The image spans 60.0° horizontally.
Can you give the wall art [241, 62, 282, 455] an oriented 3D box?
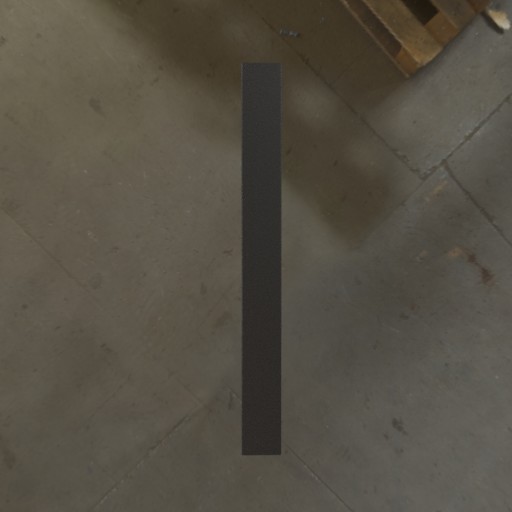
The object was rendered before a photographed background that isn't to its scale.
[{"bbox_3d":[0.000,0.000,0.517,0.030,0.369,0.294,0,91,-1],"label":"wall art"}]
